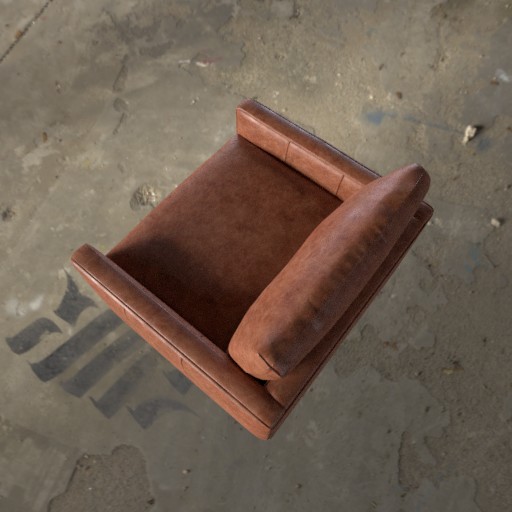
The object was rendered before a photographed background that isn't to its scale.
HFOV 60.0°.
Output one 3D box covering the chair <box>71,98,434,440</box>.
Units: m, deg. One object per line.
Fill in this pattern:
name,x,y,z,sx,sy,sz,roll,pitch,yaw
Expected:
chair,0.000,0.000,1.660,0.862,0.869,0.967,36,69,16
